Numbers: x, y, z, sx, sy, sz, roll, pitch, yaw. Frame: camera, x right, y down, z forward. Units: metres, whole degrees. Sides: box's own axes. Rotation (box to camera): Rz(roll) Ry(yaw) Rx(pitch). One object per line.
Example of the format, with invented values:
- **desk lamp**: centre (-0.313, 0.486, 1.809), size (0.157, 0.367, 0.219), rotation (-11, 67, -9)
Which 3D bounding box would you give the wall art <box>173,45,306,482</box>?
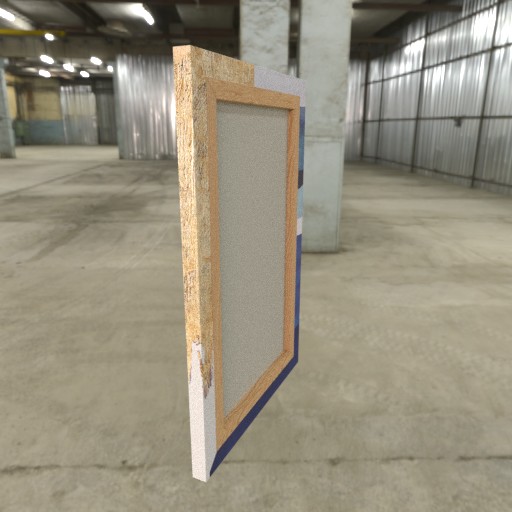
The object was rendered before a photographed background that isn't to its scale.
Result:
- **wall art**: centre (0.000, 0.000, 1.158), size (0.039, 0.911, 0.607), rotation (7, 17, 24)
